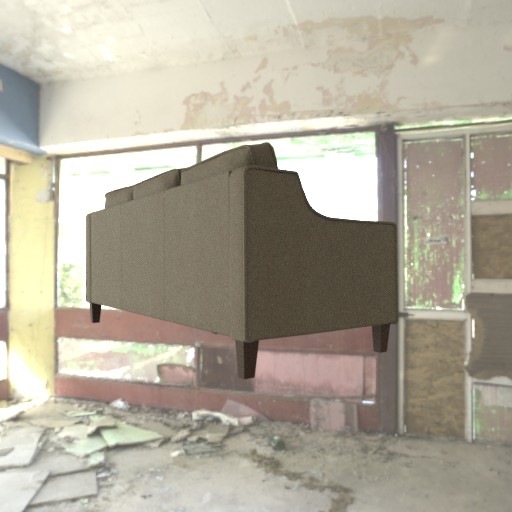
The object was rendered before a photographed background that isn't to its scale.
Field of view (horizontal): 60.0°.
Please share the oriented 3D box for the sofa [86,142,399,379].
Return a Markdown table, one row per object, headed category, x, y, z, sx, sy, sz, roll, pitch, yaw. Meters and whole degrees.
| category | x | y | z | sx | sy | sz | roll | pitch | yaw |
| --- | --- | --- | --- | --- | --- | --- | --- | --- | --- |
| sofa | 0.000 | 0.000 | 3.295 | 1.858 | 1.081 | 2.317 | 1 | -1 | -37 |
